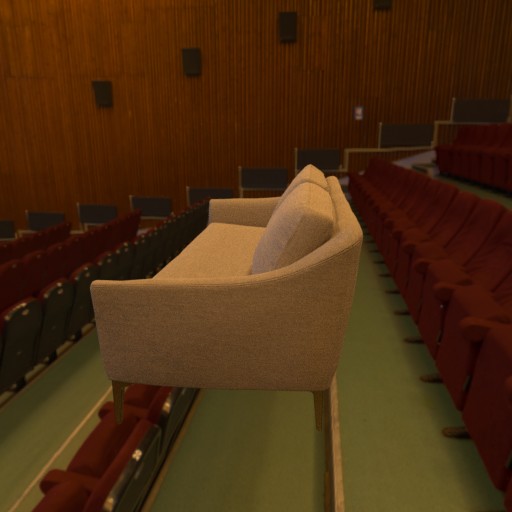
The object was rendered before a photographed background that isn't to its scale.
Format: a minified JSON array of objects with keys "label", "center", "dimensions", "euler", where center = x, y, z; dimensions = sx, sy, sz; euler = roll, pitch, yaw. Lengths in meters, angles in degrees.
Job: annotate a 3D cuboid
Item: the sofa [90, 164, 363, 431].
[{"label":"sofa","center":[0.000,0.000,2.548],"dimensions":[0.980,0.913,2.036],"euler":[2,16,7]}]
